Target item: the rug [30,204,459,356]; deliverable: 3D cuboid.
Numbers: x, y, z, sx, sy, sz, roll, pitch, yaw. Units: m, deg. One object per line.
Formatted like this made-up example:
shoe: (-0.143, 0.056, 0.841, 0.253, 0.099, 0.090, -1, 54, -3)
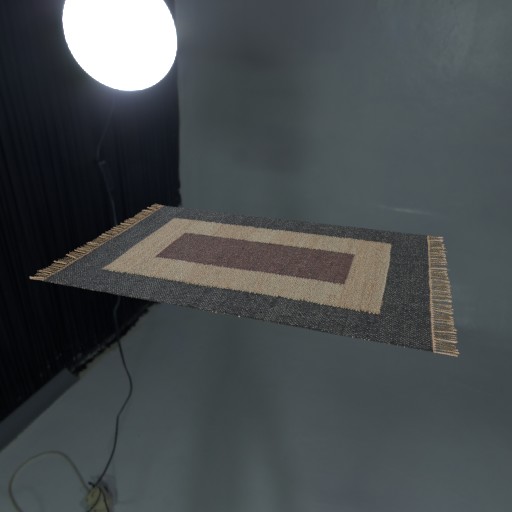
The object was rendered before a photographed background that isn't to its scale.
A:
rug: (0.000, 0.000, 2.465, 2.021, 0.027, 1.224, 8, 26, 17)
